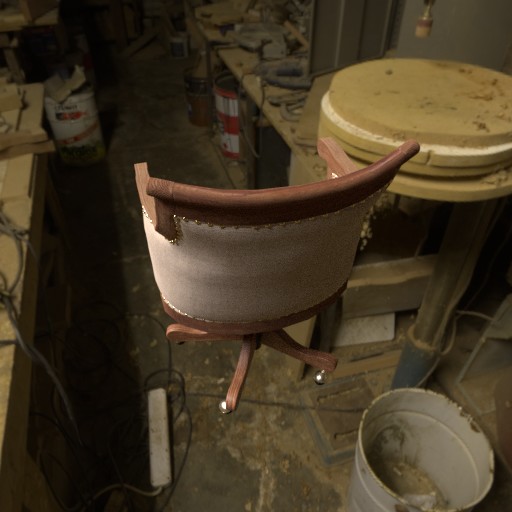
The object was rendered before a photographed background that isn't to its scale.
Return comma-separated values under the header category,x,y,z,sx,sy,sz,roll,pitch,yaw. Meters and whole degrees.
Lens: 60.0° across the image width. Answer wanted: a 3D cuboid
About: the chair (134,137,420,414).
category,x,y,z,sx,sy,sz,roll,pitch,yaw
chair,0.000,0.000,1.434,0.656,0.965,0.689,-11,42,-12
